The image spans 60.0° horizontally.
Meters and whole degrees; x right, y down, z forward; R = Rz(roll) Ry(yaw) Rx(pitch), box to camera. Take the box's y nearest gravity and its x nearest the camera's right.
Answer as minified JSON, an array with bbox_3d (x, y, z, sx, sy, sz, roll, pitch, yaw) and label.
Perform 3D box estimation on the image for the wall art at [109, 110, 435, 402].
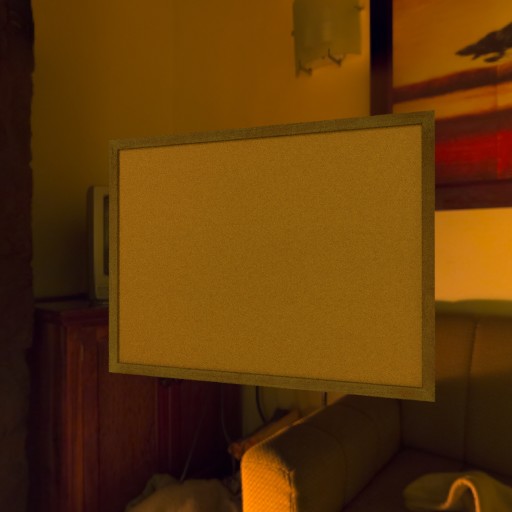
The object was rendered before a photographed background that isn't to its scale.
[{"bbox_3d":[0.000,0.000,1.766,1.320,1.009,0.070,0,0,18],"label":"wall art"}]
